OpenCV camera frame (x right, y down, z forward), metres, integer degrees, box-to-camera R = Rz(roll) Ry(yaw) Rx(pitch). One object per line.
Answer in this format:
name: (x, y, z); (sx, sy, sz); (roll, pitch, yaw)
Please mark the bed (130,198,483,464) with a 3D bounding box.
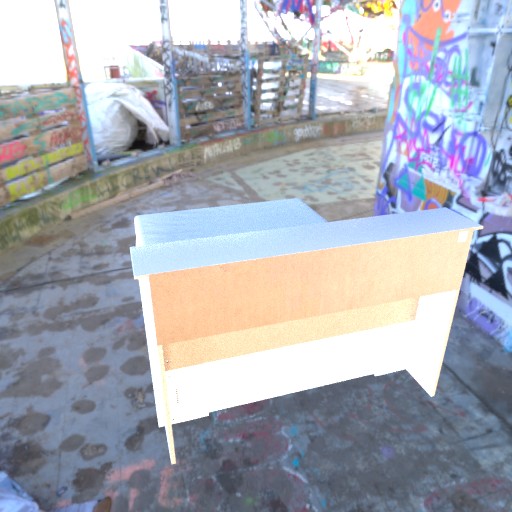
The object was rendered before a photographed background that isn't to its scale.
bed: (0.000, 0.000, 3.105); (1.671, 1.092, 2.133); (-8, 28, -16)
